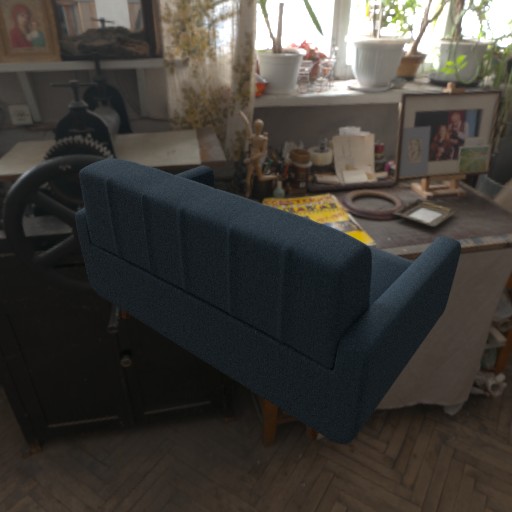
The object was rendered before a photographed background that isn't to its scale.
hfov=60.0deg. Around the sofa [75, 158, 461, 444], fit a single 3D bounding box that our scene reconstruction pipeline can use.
[{"bbox_3d":[0.000,0.000,2.200,1.651,0.896,0.942,22,37,33],"label":"sofa"}]
